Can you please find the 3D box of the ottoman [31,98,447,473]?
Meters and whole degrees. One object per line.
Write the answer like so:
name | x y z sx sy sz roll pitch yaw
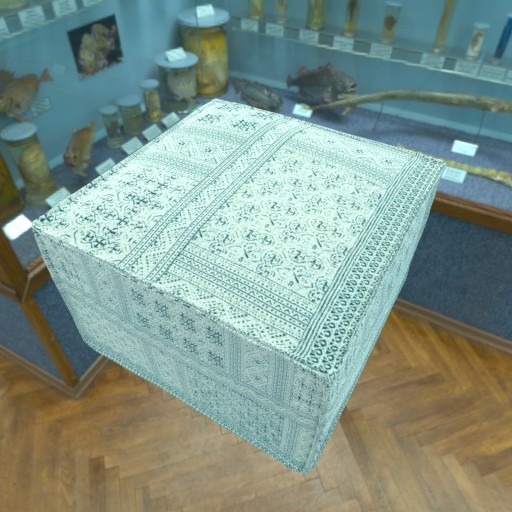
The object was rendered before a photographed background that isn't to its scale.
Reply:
ottoman | 0.000 0.000 1.018 0.617 0.439 0.626 23 49 21
